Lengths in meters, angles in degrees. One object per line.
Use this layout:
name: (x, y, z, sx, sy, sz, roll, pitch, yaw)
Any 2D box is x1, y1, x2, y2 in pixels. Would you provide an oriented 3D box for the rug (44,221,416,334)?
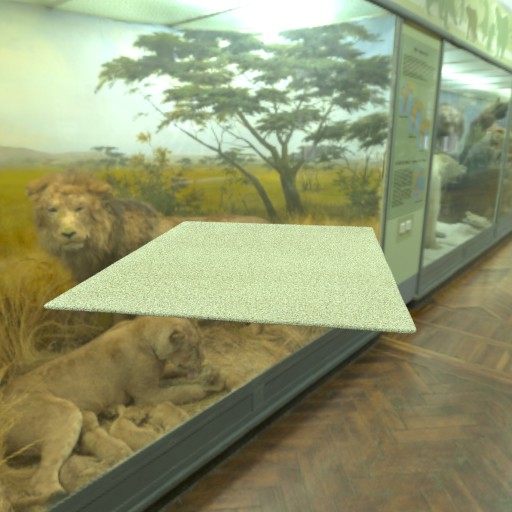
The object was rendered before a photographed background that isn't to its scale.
rug: (0.000, 0.000, 4.259, 2.438, 0.029, 3.047, 3, 16, 9)
